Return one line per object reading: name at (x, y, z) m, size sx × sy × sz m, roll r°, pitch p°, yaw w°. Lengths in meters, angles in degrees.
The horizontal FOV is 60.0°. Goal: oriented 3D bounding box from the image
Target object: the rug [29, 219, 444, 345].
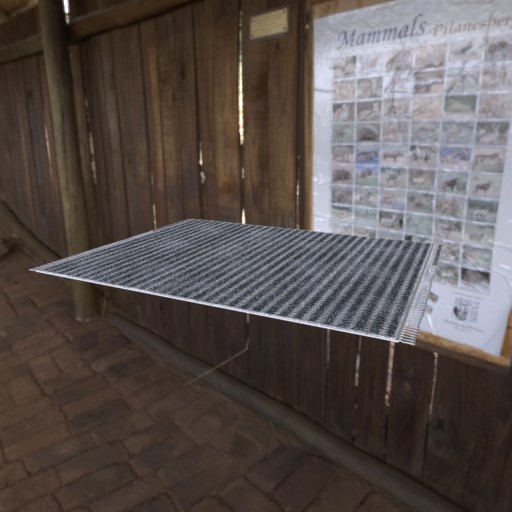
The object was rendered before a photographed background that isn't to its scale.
rug at (0.000, 0.000, 3.871) m, size 2.910 × 0.013 × 2.256 m, roll 8°, pitch 18°, yaw 25°
